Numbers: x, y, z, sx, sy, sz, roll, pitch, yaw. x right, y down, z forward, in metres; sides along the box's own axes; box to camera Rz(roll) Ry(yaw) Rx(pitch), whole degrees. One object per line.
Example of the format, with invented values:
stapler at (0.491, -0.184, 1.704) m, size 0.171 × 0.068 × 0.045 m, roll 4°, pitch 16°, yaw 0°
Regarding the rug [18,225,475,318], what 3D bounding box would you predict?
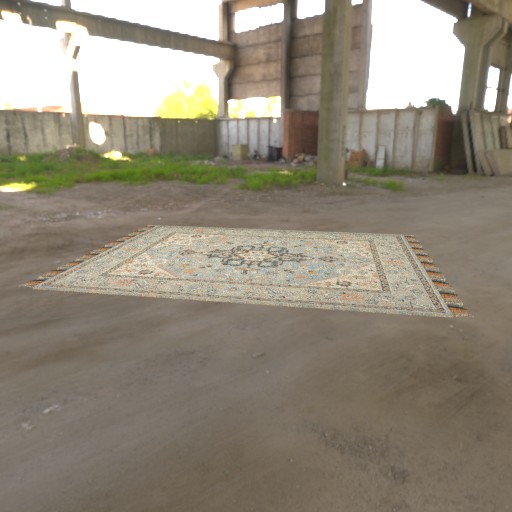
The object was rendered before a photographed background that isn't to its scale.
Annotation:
rug at (0.000, 0.000, 2.238) m, size 1.730 × 0.009 × 1.278 m, roll 3°, pitch 16°, yaw 10°
